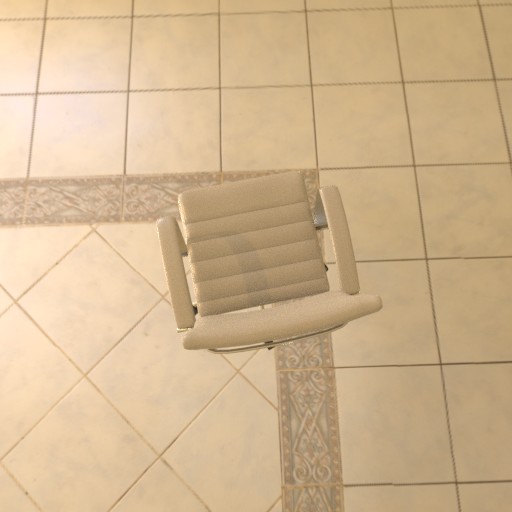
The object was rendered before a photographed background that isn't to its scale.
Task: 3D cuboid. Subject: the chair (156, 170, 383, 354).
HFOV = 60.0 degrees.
[{"bbox_3d":[0.000,0.000,1.577,0.679,1.149,0.667,-11,76,-3],"label":"chair"}]
